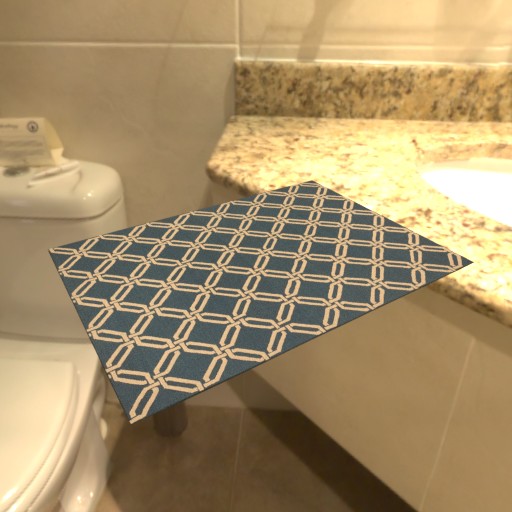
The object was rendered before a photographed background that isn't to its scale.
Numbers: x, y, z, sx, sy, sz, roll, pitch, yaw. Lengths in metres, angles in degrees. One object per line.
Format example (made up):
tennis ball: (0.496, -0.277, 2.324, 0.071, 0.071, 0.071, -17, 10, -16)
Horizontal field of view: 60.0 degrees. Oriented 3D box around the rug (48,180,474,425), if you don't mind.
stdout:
rug: (0.000, 0.000, 4.287, 3.342, 0.018, 2.432, -19, 36, -27)
